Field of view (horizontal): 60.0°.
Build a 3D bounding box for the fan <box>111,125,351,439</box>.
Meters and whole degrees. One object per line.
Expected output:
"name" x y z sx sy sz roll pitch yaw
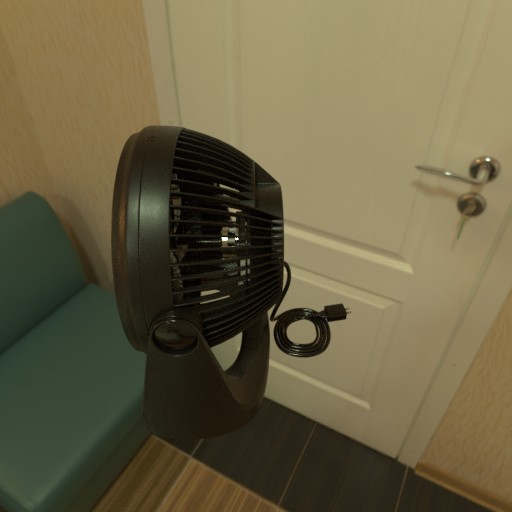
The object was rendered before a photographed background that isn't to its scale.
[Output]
"fan" 0.000 0.000 0.481 0.256 0.277 0.273 -1 41 -1
